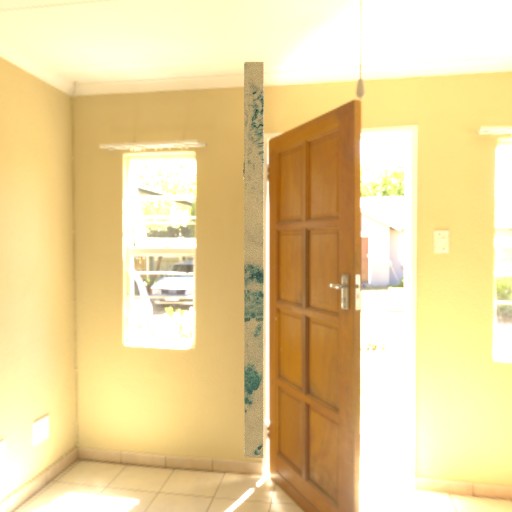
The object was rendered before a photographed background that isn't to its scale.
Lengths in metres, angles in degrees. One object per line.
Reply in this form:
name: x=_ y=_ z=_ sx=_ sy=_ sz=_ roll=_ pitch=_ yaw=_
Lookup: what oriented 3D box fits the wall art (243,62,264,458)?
wall art: x=0.000 y=0.000 z=1.890 sx=0.055 sy=1.017 sz=1.524 roll=0 pitch=1 yaw=1
